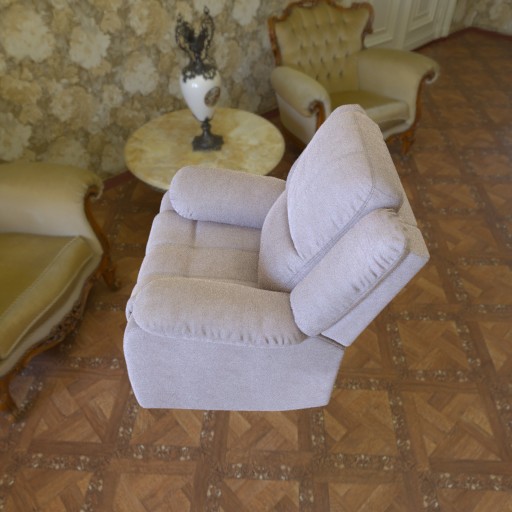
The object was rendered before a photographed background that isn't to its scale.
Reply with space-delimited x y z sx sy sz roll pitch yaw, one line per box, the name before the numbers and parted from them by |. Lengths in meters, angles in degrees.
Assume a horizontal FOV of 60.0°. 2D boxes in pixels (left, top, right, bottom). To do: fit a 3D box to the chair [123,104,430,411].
chair | 0.000 0.000 1.707 0.944 1.008 0.899 1 42 1
